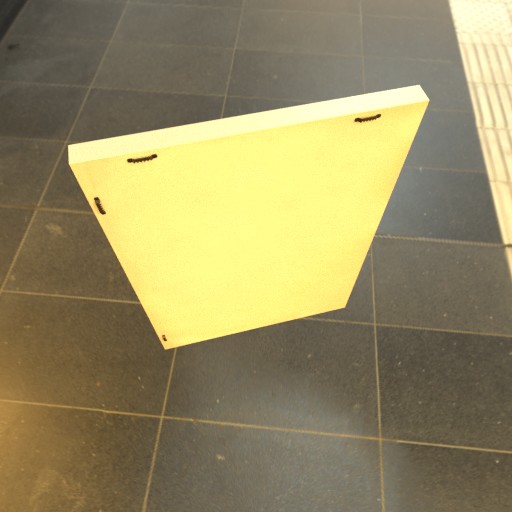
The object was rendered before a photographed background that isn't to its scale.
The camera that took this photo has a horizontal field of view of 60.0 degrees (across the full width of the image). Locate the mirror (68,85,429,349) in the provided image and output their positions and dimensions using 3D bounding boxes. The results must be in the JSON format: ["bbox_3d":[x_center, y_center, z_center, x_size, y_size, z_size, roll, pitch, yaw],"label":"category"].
[{"bbox_3d":[0.000,0.000,0.916,0.507,0.710,0.040,-12,60,-7],"label":"mirror"}]
